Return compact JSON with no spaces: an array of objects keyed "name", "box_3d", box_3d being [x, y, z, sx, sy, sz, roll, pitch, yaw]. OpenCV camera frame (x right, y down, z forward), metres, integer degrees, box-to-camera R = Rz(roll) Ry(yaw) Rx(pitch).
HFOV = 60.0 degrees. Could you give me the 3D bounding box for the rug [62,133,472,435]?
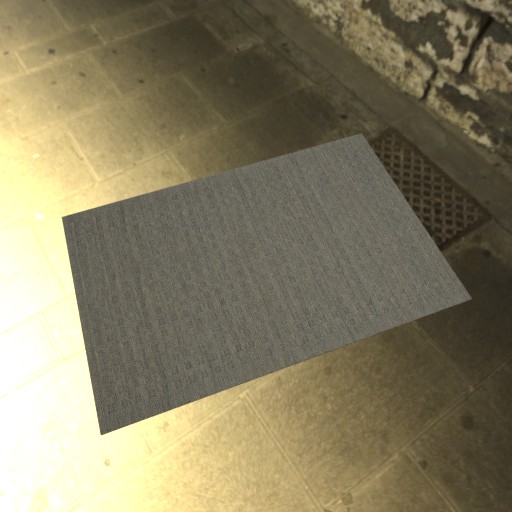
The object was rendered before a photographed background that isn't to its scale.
[{"name":"rug","box_3d":[0.000,0.000,2.207,1.752,0.006,1.142,-18,62,-10]}]
